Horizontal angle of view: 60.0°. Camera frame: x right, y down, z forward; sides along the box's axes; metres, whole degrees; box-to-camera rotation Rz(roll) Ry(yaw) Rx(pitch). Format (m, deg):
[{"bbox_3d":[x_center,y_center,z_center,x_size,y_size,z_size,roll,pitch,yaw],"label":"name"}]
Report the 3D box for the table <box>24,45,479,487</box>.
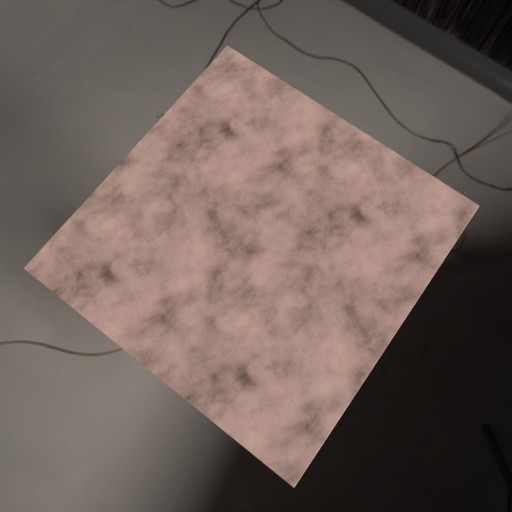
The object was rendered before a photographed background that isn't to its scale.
[{"bbox_3d":[0.000,0.000,1.058,0.670,0.305,0.670,36,78,9],"label":"table"}]
